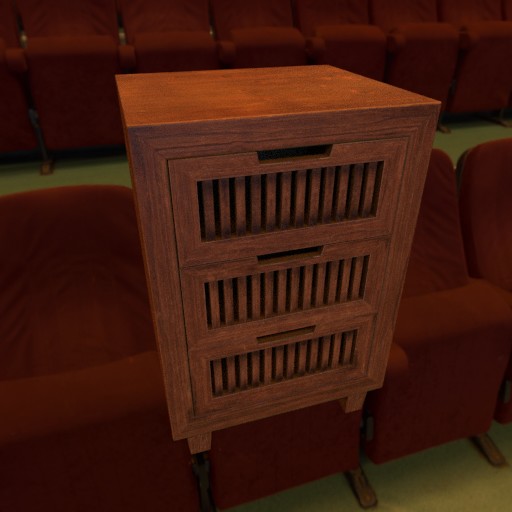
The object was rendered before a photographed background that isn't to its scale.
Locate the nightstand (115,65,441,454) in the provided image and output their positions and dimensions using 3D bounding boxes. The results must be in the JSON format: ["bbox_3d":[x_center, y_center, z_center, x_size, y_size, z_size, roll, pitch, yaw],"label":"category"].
[{"bbox_3d":[0.000,0.000,0.958,0.465,0.695,0.410,-9,32,-15],"label":"nightstand"}]
